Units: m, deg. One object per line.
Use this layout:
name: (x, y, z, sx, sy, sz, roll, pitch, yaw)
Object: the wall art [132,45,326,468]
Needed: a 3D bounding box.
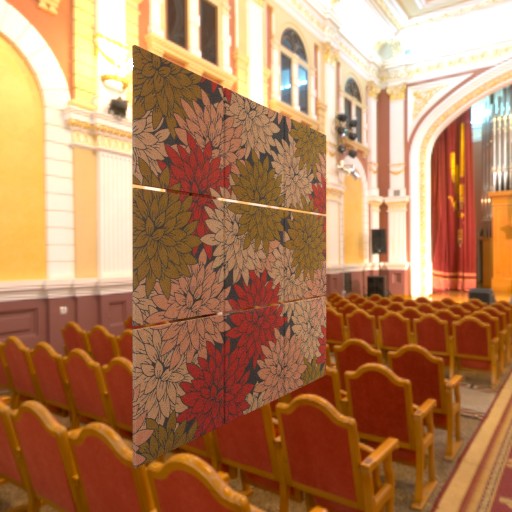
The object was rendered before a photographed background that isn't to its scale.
wall art: (0.000, 0.000, 1.767, 0.013, 1.218, 1.206, 0, 0, 36)
